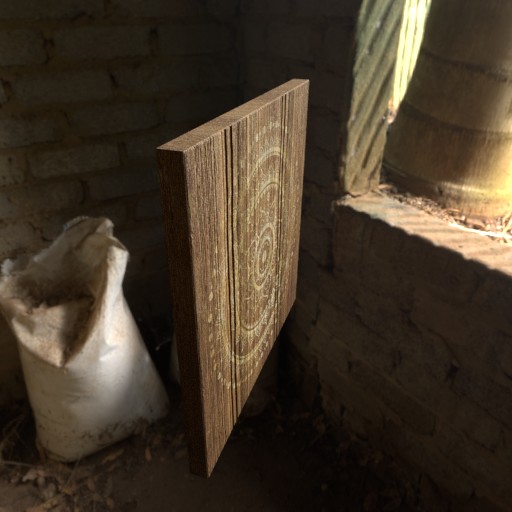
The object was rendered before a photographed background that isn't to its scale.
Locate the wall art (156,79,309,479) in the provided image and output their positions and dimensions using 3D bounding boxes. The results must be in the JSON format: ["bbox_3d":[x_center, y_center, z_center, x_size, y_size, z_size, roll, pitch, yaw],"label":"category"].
[{"bbox_3d":[0.000,0.000,0.910,0.042,0.608,0.611,10,31,17],"label":"wall art"}]
